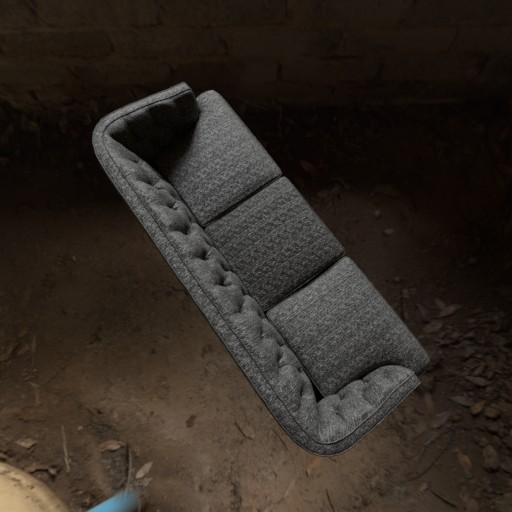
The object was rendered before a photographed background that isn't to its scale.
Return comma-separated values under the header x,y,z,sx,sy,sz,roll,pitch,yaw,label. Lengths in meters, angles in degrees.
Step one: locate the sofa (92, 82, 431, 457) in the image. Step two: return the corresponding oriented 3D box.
x,y,z,sx,sy,sz,roll,pitch,yaw,label
0.000,0.000,2.760,0.941,0.855,2.278,-35,78,-9,sofa
